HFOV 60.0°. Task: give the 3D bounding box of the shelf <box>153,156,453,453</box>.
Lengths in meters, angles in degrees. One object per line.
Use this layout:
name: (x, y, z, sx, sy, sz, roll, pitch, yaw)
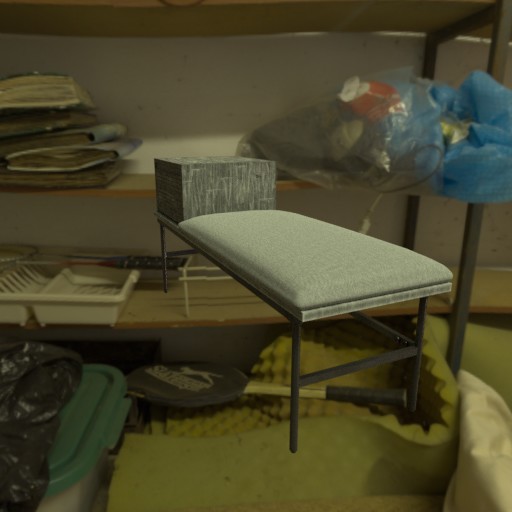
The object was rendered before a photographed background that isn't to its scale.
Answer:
shelf: (0.000, 0.000, 1.604, 0.457, 0.633, 1.342, -7, 17, -24)
